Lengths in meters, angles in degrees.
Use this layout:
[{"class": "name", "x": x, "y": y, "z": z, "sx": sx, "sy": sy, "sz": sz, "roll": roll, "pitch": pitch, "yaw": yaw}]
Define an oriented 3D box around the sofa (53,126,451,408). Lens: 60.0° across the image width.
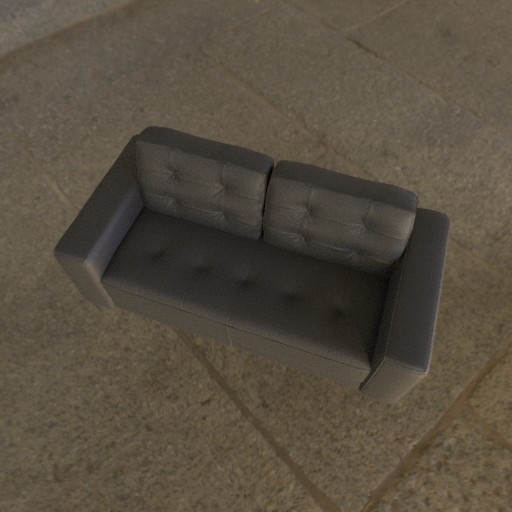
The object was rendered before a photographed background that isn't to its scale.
[{"class": "sofa", "x": 0.000, "y": 0.000, "z": 2.217, "sx": 1.726, "sy": 0.892, "sz": 0.833, "roll": 17, "pitch": 60, "yaw": 10}]
